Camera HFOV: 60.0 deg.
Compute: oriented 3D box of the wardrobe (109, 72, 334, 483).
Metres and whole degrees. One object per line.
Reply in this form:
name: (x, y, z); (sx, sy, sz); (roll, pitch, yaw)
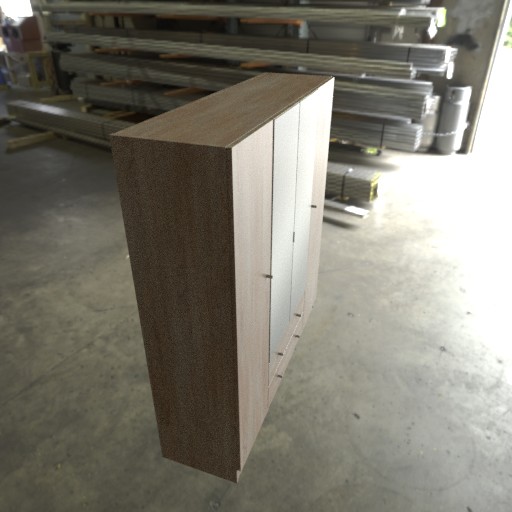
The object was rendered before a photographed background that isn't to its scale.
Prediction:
wardrobe: (0.000, 0.000, 3.154); (0.598, 2.159, 1.998); (11, 32, 18)
